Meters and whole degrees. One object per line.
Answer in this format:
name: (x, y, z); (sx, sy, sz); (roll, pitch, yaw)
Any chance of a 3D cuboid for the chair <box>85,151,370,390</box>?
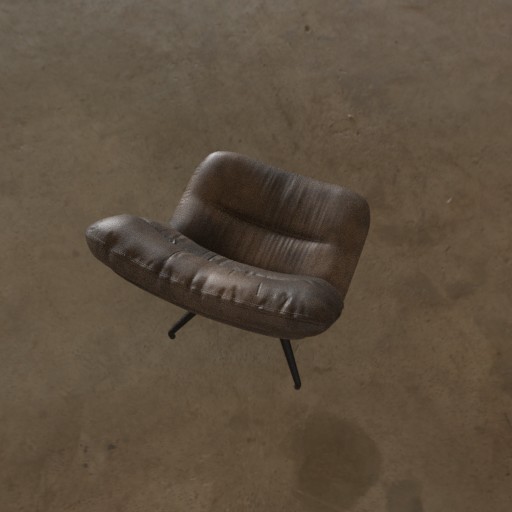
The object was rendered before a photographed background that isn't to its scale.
chair: (0.000, 0.000, 1.261); (0.549, 0.870, 0.622); (20, 66, 9)
